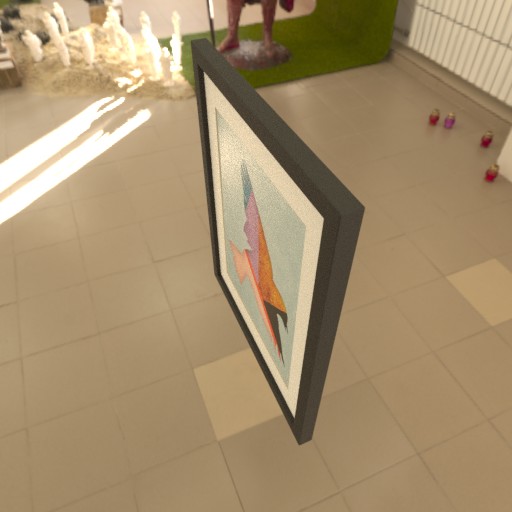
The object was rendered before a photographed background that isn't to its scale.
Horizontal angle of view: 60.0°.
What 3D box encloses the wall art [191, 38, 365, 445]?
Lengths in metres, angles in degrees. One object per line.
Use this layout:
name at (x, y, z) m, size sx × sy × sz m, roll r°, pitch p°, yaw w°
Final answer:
wall art at (0.000, 0.000, 0.759) m, size 0.028 × 0.558 × 0.457 m, roll -17°, pitch 49°, yaw -16°
